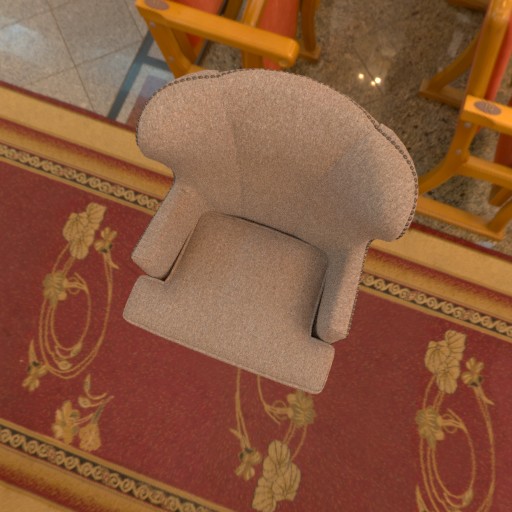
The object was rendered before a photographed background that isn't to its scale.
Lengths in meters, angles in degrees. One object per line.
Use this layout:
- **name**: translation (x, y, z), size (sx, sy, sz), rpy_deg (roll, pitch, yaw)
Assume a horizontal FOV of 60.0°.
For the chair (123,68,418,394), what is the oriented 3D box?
- **chair**: translation (0.000, 0.000, 1.567), size (0.759, 1.060, 0.758), rpy_deg (20, 76, 5)
